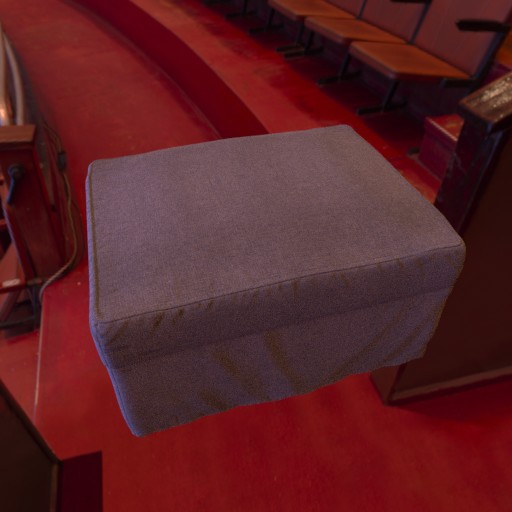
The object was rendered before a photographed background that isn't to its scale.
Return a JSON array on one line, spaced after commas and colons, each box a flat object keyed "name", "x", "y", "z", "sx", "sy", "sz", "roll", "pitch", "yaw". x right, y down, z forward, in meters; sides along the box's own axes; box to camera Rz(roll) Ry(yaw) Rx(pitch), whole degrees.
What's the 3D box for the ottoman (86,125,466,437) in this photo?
[{"name": "ottoman", "x": 0.000, "y": 0.000, "z": 1.245, "sx": 0.833, "sy": 0.492, "sz": 0.652, "roll": -12, "pitch": 43, "yaw": -13}]
